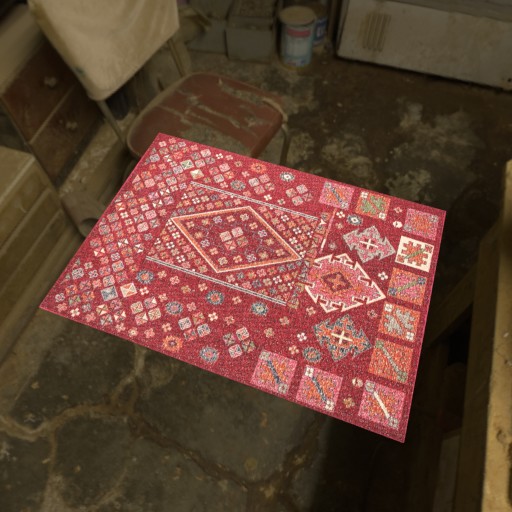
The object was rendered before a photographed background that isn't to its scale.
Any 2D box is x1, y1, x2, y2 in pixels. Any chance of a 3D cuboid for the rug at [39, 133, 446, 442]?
[{"bbox_3d":[0.000,0.000,2.840,2.184,0.007,1.579,18,60,11],"label":"rug"}]
